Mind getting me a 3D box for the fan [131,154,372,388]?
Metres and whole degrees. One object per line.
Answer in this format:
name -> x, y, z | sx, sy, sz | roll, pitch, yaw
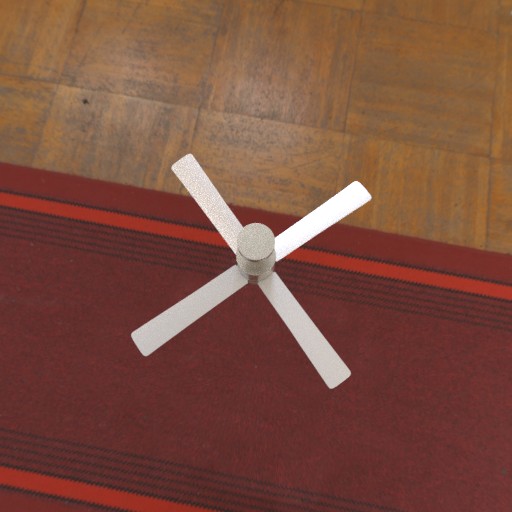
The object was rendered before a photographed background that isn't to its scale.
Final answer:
fan -> 0.000, 0.000, 2.251 | 1.525, 0.539, 1.525 | -34, 78, -8
